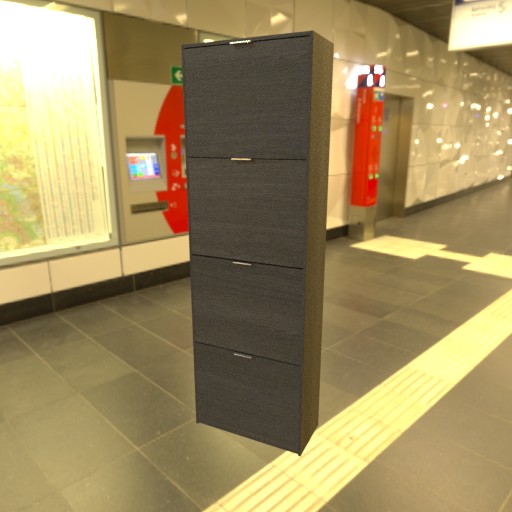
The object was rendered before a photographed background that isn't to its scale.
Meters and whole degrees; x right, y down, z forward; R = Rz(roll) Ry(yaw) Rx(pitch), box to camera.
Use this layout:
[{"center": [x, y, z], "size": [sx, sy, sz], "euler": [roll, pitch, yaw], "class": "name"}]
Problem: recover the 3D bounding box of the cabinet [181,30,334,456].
[{"center": [0.000, 0.000, 1.853], "size": [0.520, 1.630, 0.255], "euler": [7, 16, 25], "class": "cabinet"}]
